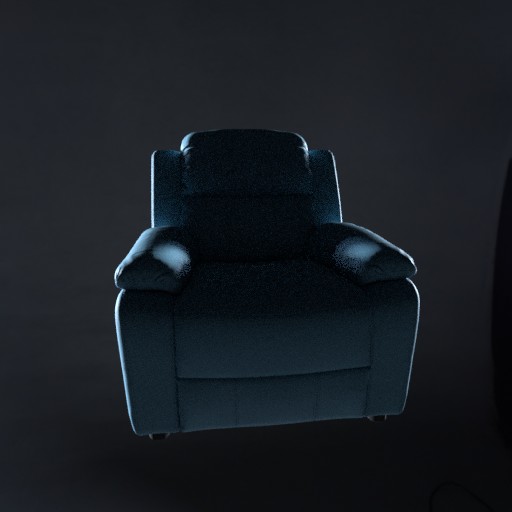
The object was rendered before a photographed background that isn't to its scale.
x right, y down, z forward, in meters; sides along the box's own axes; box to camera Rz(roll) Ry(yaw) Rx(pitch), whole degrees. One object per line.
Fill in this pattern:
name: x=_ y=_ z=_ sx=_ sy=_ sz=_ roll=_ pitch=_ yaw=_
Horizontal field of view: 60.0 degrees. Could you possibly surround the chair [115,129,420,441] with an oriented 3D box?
chair: x=0.000 y=0.000 z=1.240 sx=0.680 sy=0.702 sz=0.709 roll=-2 pitch=14 yaw=-7
